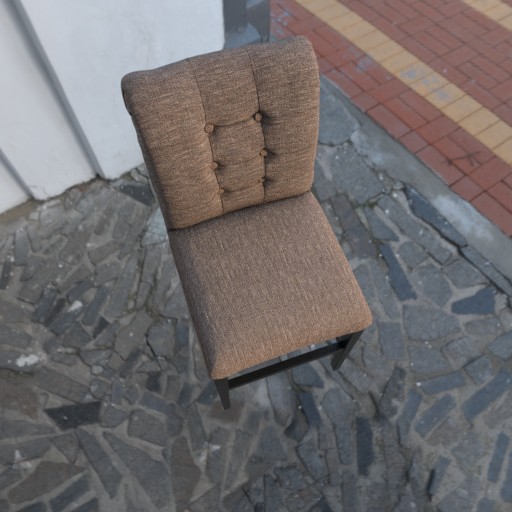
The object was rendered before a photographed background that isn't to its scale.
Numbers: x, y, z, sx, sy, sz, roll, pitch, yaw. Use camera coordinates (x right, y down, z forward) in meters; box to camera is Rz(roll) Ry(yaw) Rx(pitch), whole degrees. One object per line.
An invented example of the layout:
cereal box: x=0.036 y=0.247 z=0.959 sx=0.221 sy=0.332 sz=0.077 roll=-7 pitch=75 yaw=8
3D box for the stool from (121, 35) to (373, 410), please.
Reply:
stool: x=0.000 y=0.000 z=1.291 sx=0.457 sy=0.970 sz=0.611 roll=-17 pitch=63 yaw=-9
